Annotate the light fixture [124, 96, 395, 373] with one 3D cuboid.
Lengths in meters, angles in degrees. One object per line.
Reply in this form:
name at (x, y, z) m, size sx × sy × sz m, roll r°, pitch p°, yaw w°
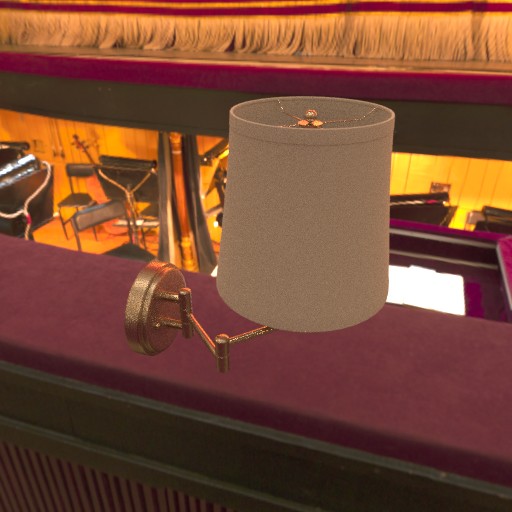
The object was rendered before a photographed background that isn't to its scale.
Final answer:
light fixture at (0.000, 0.000, 0.588) m, size 0.348 × 0.381 × 0.223 m, roll 9°, pitch 30°, yaw 15°
